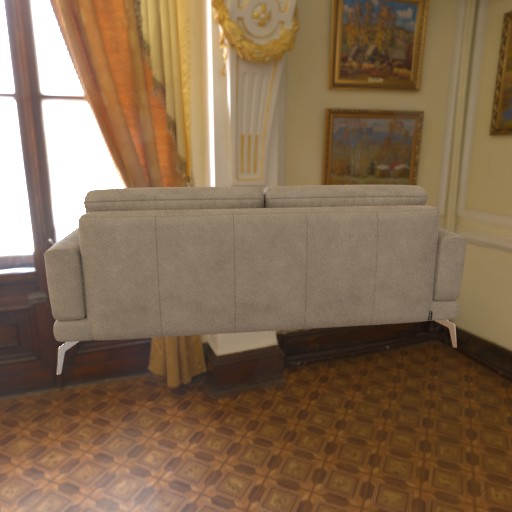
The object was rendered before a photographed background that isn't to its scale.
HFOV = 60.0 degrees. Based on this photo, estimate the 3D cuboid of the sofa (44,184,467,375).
[{"bbox_3d":[0.000,0.000,2.525,2.013,0.830,0.980,-2,14,-8],"label":"sofa"}]
